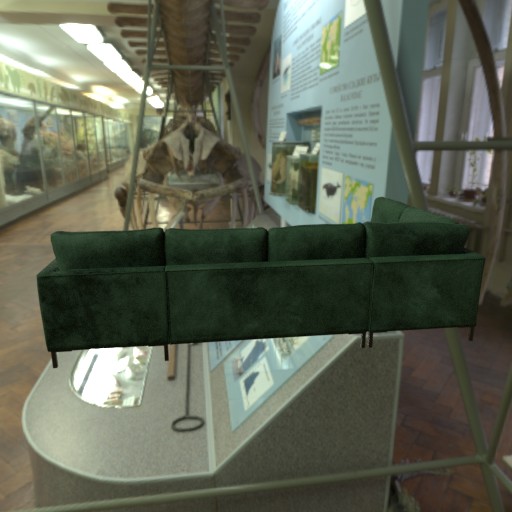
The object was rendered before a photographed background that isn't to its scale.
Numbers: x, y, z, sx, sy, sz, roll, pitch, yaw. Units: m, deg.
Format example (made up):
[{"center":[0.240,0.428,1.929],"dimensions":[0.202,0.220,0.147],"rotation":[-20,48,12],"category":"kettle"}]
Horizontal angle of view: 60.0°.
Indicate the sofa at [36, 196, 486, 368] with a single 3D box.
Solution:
[{"center":[0.000,0.000,3.815],"dimensions":[2.994,0.861,1.992],"rotation":[-2,15,-8],"category":"sofa"}]
